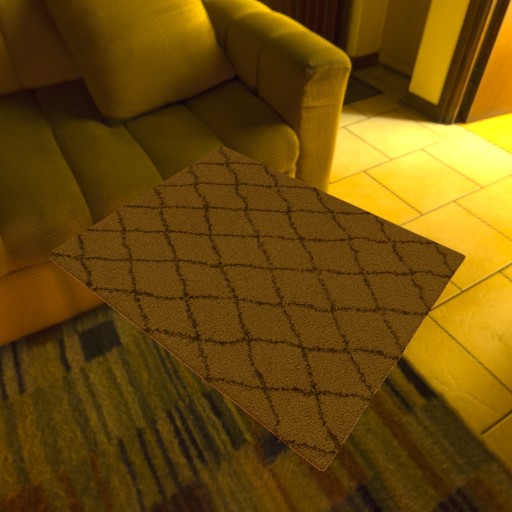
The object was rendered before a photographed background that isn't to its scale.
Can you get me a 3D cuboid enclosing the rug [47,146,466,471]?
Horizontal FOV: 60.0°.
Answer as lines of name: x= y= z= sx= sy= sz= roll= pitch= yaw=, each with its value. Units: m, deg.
rug: x=0.000 y=0.000 z=4.106 sx=3.047 sy=0.029 sz=2.438 roll=30 pitch=52 yaw=26
